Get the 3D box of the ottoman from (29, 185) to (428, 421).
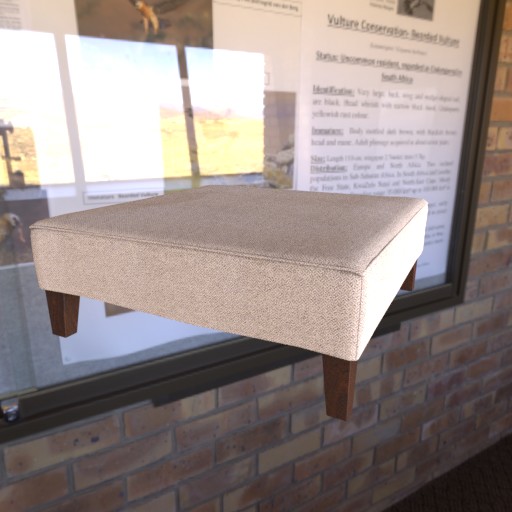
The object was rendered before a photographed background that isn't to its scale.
[{"bbox_3d":[0.000,0.000,1.500,0.973,0.381,0.982,8,18,26],"label":"ottoman"}]
